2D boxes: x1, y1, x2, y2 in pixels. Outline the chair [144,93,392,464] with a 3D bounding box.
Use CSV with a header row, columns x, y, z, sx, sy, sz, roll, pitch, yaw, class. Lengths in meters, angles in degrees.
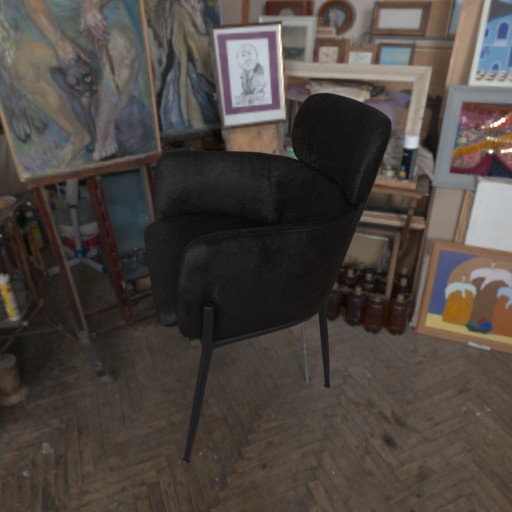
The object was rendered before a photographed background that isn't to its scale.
x,y,z,sx,sy,sz,roll,pitch,yaw,class
0.000,0.000,1.272,0.604,0.818,0.640,-8,31,-14,chair
